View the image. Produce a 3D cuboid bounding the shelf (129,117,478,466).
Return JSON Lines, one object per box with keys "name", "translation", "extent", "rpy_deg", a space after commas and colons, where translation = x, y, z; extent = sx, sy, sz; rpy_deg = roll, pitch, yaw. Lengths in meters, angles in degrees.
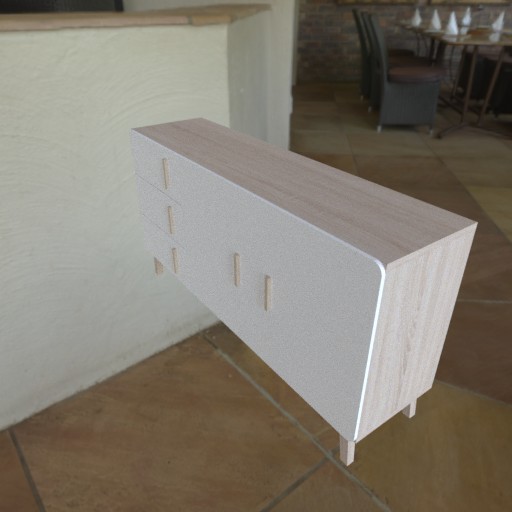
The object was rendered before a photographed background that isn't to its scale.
{"name": "shelf", "translation": [0.000, 0.000, 1.814], "extent": [0.400, 0.780, 1.490], "rpy_deg": [-20, 36, -31]}
